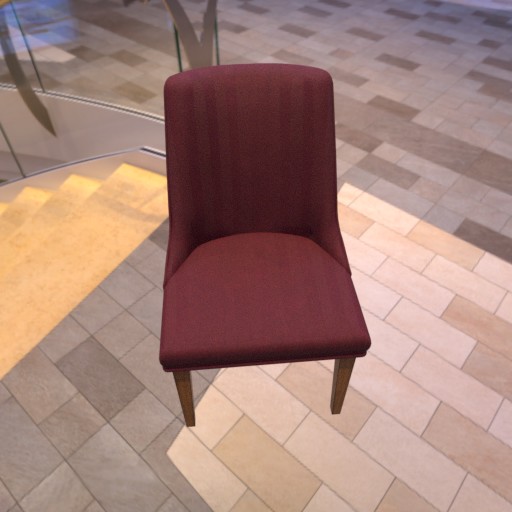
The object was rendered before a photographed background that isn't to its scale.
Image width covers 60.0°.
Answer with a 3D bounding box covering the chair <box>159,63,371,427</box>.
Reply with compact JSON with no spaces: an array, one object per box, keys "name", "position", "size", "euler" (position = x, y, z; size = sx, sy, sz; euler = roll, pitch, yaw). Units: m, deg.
[{"name":"chair","position":[0.000,0.000,1.322],"size":[0.548,0.916,0.638],"euler":[-4,47,-3]}]
